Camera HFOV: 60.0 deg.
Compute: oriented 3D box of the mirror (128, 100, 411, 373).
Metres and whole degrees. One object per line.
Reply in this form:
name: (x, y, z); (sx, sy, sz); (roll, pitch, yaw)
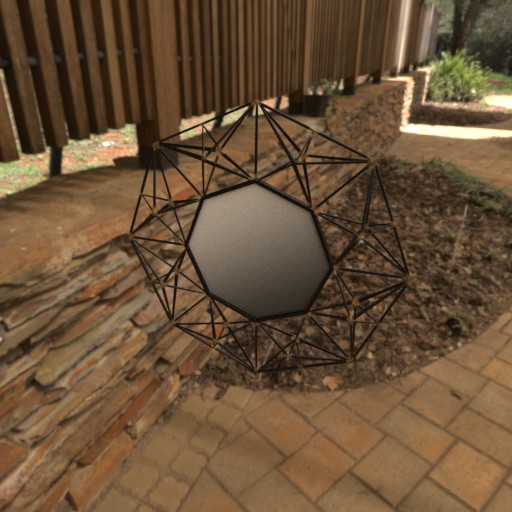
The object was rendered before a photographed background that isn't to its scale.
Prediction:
mirror: (0.000, 0.000, 1.062); (0.710, 0.710, 0.094); (9, 27, 17)
